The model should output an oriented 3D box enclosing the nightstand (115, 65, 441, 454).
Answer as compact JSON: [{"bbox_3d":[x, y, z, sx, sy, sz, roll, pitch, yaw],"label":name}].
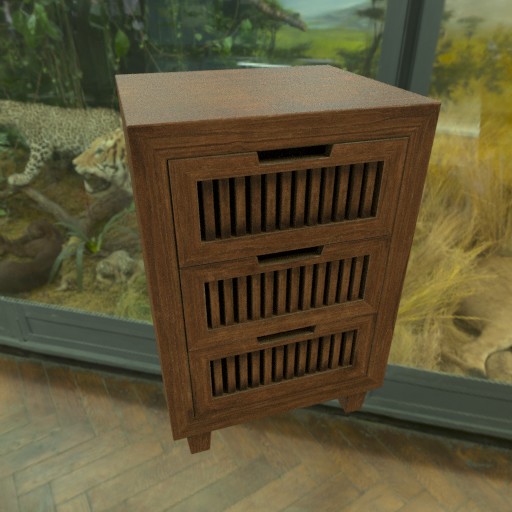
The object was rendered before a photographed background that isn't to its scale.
[{"bbox_3d":[0.000,0.000,0.958,0.465,0.695,0.410,-9,32,-15],"label":"nightstand"}]
